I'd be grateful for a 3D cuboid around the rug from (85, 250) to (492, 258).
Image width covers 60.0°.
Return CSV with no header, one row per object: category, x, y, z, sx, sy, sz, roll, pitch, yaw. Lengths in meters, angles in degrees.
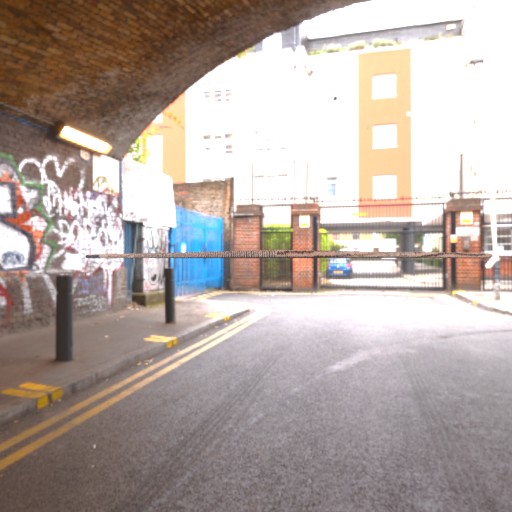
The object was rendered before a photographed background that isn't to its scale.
rug,0.000,0.000,2.327,1.238,0.020,1.847,0,0,-37
